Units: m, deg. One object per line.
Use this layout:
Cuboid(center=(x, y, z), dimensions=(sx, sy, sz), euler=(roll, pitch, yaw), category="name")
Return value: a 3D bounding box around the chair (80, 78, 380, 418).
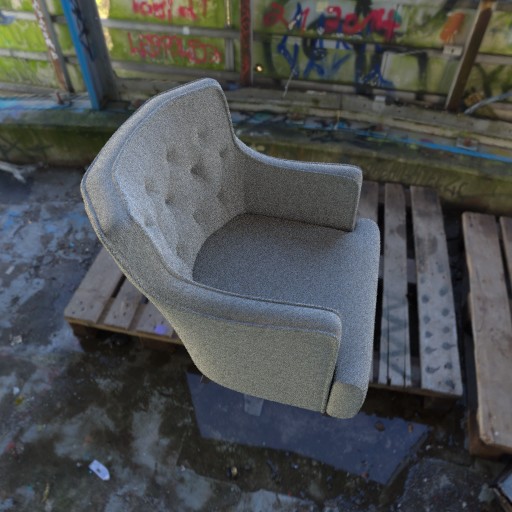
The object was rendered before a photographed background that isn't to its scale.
Cuboid(center=(0.000, 0.000, 1.630), dimensions=(0.910, 0.920, 0.820), euler=(10, 49, 9), category="chair")
